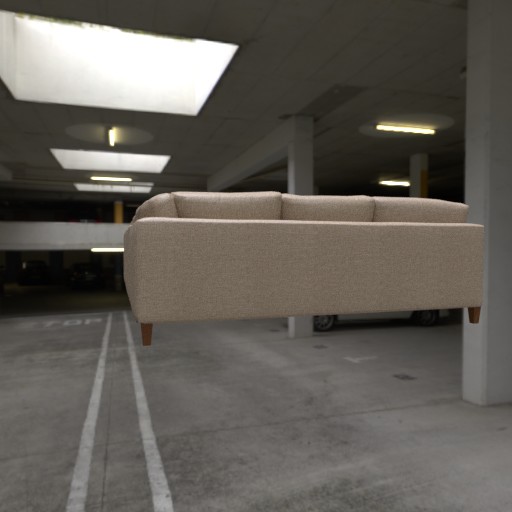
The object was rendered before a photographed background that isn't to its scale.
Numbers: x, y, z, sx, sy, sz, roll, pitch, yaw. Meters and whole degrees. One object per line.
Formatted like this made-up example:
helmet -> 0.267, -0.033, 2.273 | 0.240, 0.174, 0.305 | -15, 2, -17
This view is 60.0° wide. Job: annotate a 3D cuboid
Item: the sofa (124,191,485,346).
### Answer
sofa -> 0.000, 0.000, 4.589 | 2.594, 0.961, 3.460 | 0, 2, -18
